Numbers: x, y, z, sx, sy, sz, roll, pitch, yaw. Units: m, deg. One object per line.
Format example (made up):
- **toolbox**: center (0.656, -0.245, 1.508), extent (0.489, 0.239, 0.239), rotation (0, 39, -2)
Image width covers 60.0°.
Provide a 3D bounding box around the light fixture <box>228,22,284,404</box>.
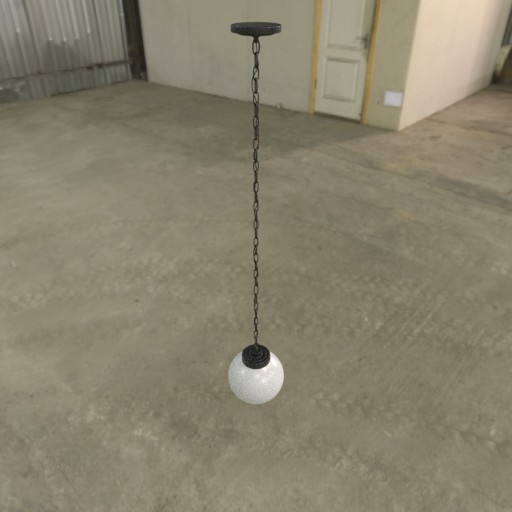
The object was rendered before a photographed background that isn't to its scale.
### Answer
- **light fixture**: center (0.000, 0.000, 2.007), extent (0.305, 1.867, 0.304), rotation (-11, 35, -17)
